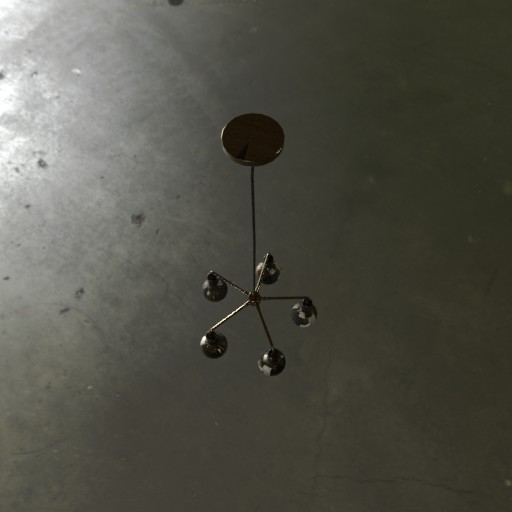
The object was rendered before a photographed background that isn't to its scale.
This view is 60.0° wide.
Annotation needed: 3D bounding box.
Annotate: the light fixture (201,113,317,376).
[{"bbox_3d":[0.000,0.000,1.218,0.438,0.988,0.421,15,64,7],"label":"light fixture"}]
